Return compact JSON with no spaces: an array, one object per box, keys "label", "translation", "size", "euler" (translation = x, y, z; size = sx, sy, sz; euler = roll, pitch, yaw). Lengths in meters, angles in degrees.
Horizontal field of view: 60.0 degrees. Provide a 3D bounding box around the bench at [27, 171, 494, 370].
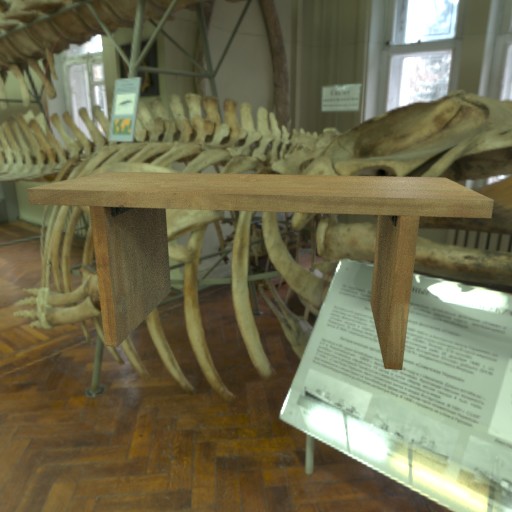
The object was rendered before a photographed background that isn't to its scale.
[{"label":"bench","translation":[0.000,0.000,1.391],"size":[1.183,0.458,0.458],"euler":[3,17,9]}]
